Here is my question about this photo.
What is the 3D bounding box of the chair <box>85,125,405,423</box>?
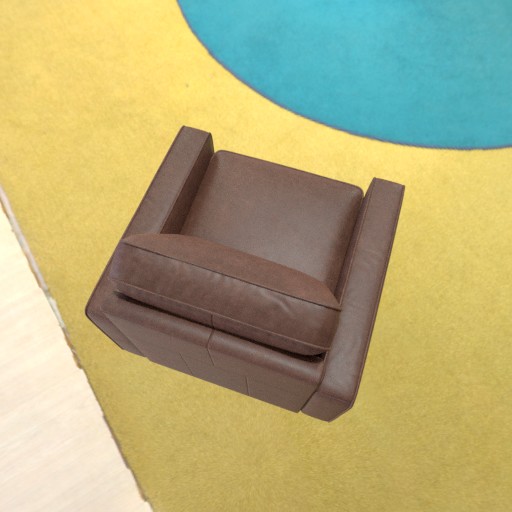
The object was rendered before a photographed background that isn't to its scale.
[{"bbox_3d":[0.000,0.000,1.787,1.017,0.919,0.940,17,65,8],"label":"chair"}]
